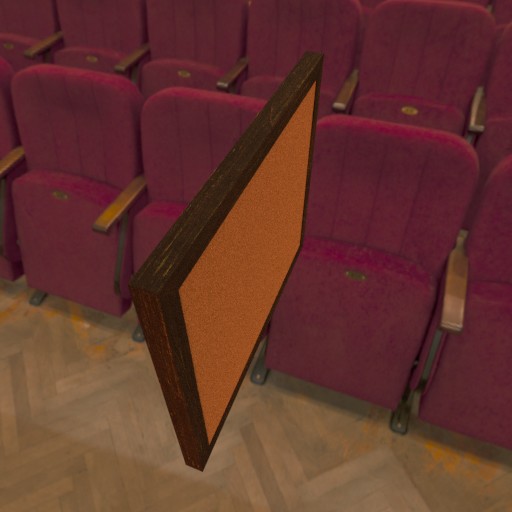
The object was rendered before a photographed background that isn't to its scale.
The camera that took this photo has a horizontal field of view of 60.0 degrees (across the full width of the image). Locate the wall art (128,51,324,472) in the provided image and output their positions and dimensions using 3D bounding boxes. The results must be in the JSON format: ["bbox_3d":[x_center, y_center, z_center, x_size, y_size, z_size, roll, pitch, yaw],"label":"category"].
[{"bbox_3d":[0.000,0.000,0.738,0.032,0.457,0.558,16,48,14],"label":"wall art"}]
